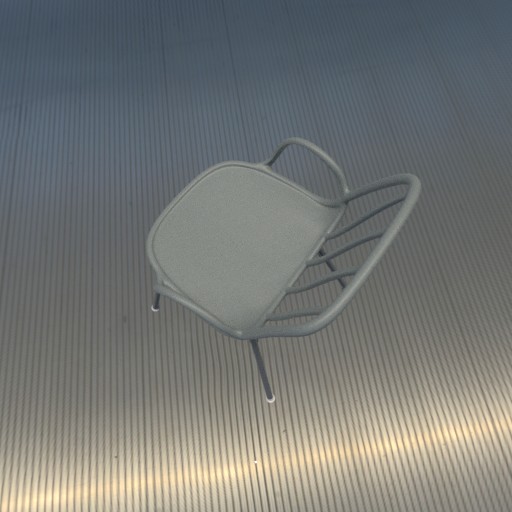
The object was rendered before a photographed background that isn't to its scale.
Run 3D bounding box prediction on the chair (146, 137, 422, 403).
[{"bbox_3d":[0.000,0.000,1.250,0.597,0.816,0.549,34,69,14],"label":"chair"}]
